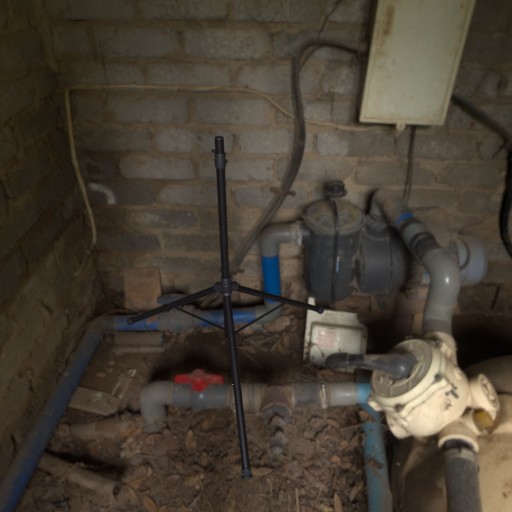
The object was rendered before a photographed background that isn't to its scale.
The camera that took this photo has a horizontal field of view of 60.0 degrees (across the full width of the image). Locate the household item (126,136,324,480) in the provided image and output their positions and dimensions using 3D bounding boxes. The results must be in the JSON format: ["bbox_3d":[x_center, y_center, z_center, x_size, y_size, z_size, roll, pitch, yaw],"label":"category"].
[{"bbox_3d":[0.000,0.000,2.780,1.339,1.595,1.596,-21,39,-29],"label":"household item"}]
